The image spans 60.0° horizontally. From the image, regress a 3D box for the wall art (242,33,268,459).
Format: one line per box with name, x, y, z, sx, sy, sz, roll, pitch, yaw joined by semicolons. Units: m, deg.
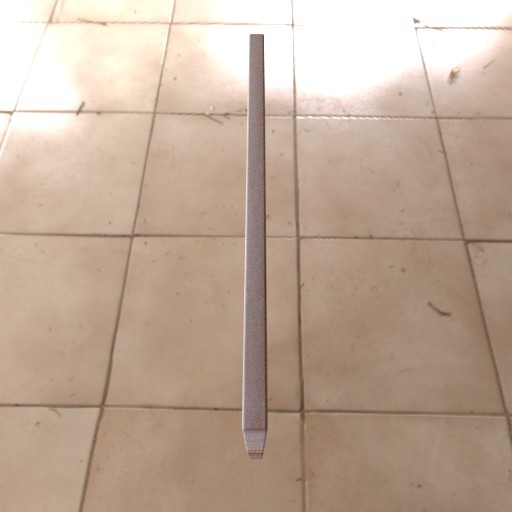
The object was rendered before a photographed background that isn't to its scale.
wall art;0.000;0.000;1.139;0.038;0.609;0.913;0;62;0
